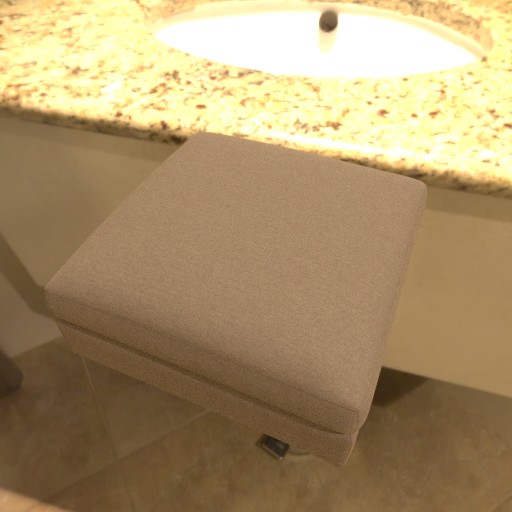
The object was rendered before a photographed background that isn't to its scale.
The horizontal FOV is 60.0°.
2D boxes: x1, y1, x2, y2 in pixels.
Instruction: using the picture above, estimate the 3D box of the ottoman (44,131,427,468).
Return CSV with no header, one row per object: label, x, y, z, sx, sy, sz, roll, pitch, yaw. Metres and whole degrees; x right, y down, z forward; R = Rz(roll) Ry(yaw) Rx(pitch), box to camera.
ottoman,0.000,0.000,1.627,1.041,0.470,1.041,18,49,16
